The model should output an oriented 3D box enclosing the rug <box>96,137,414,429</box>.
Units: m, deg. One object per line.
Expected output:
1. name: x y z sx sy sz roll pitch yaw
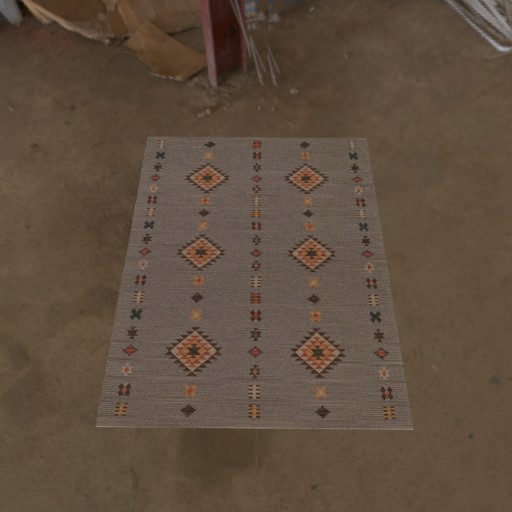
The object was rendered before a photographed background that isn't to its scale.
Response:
1. rug: 0.000 0.000 4.139 2.425 0.008 3.035 0 60 0
